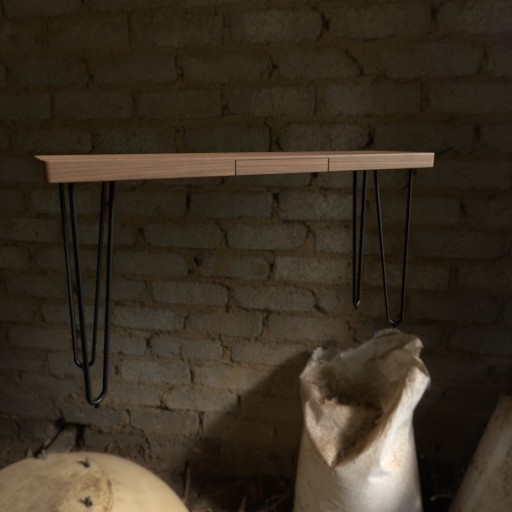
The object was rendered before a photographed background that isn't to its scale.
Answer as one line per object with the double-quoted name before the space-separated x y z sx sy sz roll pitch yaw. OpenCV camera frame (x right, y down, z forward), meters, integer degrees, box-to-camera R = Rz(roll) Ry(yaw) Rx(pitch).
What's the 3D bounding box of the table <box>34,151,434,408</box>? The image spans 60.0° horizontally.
"table" 0.000 0.000 1.860 1.570 0.834 0.425 -8 17 -28
